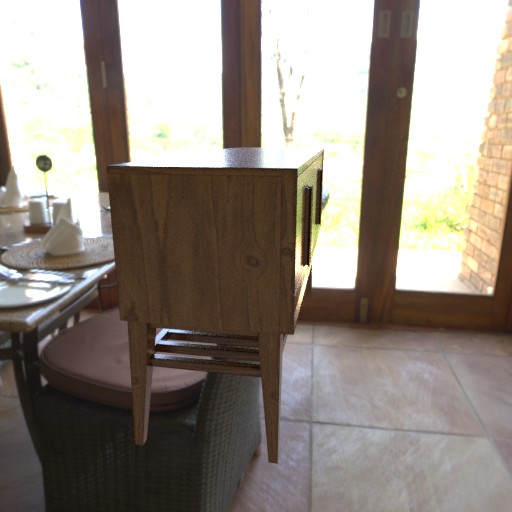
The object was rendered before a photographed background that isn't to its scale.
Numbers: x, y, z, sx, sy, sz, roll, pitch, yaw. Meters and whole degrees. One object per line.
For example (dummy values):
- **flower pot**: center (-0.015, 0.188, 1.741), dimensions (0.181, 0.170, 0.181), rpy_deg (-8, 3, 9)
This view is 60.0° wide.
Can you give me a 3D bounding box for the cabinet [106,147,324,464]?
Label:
- **cabinet**: center (0.000, 0.000, 1.782), dimensions (0.477, 0.802, 1.363), rpy_deg (3, 16, 10)
